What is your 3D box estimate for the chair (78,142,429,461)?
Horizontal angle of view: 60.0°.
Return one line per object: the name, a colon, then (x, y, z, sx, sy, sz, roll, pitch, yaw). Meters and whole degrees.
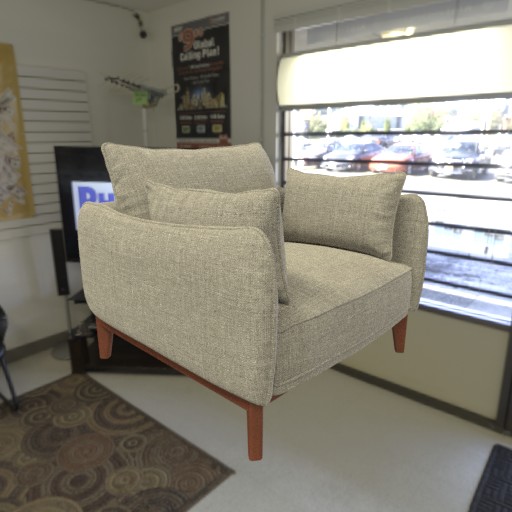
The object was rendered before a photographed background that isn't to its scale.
chair: (0.000, 0.000, 1.689, 0.976, 0.839, 0.993, 14, 21, 42)
